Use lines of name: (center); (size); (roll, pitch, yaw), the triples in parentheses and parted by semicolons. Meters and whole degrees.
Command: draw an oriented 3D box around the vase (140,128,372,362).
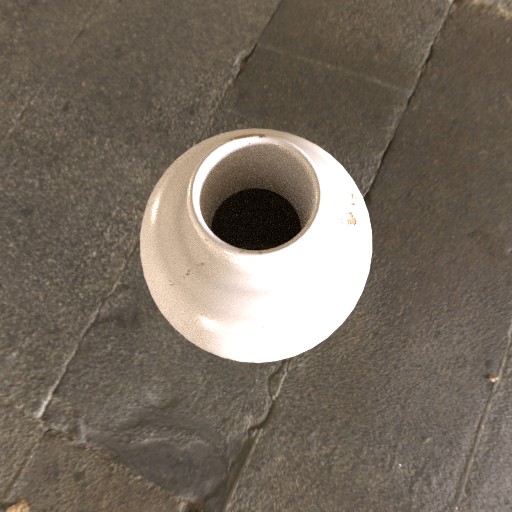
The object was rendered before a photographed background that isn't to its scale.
vase: (0.000, 0.000, 0.335); (0.158, 0.228, 0.158); (0, 74, 0)
